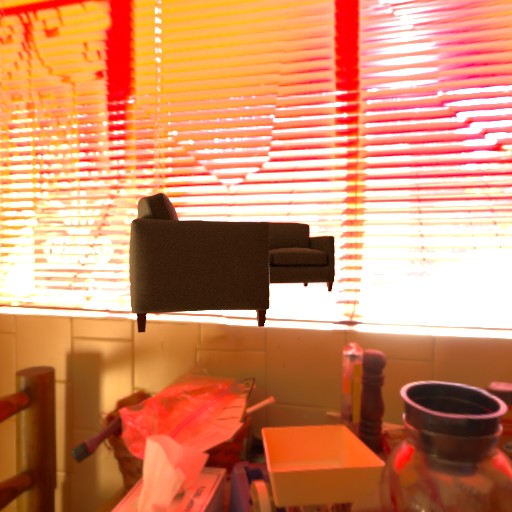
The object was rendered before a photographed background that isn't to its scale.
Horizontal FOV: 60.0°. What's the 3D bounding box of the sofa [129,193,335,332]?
[{"bbox_3d":[0.000,0.000,4.686,2.593,0.947,3.302,0,0,-16],"label":"sofa"}]
